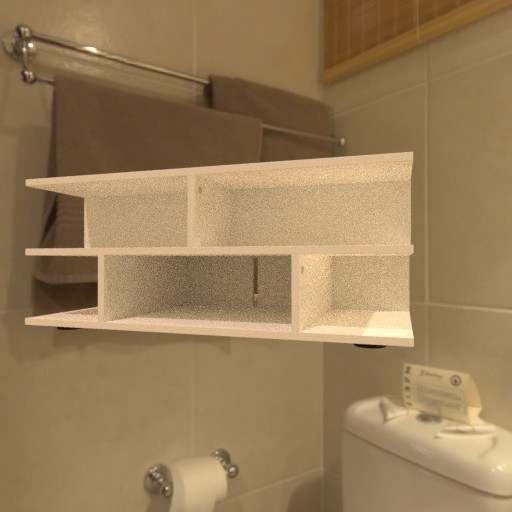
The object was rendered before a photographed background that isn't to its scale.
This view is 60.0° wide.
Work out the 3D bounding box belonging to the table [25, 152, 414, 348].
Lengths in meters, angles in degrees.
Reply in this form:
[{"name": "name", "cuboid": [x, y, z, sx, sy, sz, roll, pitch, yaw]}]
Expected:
[{"name": "table", "cuboid": [0.000, 0.000, 1.072, 0.700, 0.289, 0.700, 0, -1, 18]}]
